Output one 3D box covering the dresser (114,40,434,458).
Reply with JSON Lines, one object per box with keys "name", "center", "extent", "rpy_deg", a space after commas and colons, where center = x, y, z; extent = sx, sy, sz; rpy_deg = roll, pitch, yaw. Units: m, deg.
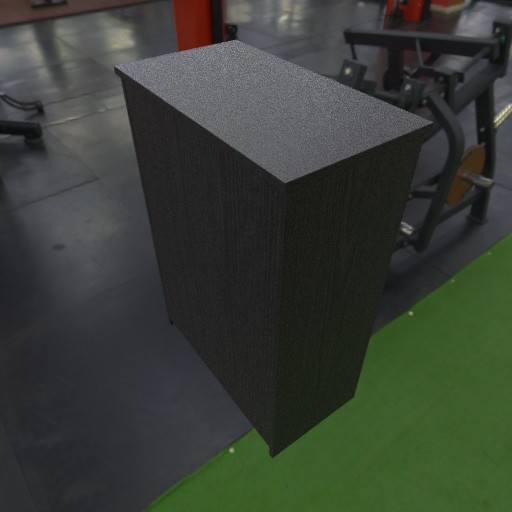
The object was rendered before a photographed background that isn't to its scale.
{"name": "dresser", "center": [0.000, 0.000, 1.358], "extent": [0.399, 1.020, 0.704], "rpy_deg": [-26, 47, -26]}
